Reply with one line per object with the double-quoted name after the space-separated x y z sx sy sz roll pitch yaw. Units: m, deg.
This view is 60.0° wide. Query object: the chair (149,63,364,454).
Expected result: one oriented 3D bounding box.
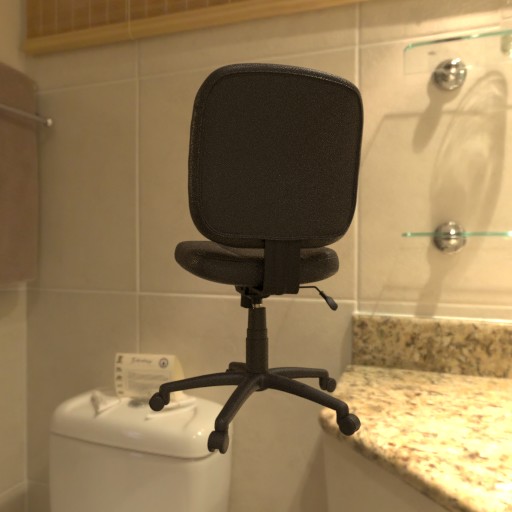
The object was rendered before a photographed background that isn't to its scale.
0.000 0.000 1.391 0.647 0.959 0.646 0 1 -18 "chair"
